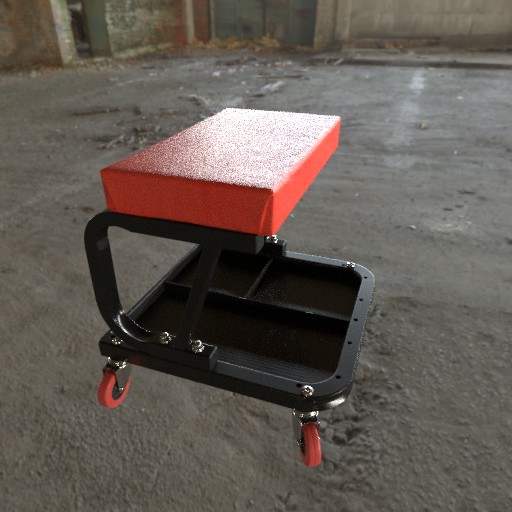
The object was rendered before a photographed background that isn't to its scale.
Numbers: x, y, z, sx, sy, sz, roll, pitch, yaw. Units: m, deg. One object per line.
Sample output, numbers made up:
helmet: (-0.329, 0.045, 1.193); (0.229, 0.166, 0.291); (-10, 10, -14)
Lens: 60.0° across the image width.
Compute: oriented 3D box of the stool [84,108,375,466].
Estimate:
stool: (0.000, 0.000, 0.711); (0.371, 0.380, 0.446); (10, 31, 17)
